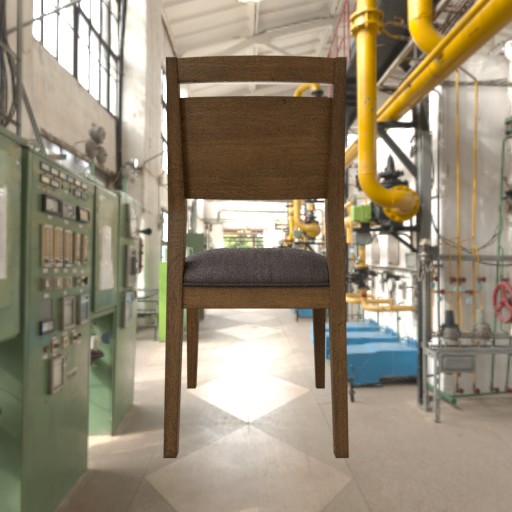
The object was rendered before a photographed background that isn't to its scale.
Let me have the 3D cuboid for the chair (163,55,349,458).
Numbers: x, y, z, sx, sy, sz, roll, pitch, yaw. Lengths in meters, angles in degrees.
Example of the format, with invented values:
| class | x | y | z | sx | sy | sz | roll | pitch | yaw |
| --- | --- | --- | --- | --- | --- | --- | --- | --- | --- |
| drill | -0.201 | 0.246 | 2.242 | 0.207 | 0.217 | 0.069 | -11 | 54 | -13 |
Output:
| class | x | y | z | sx | sy | sz | roll | pitch | yaw |
| --- | --- | --- | --- | --- | --- | --- | --- | --- | --- |
| chair | 0.000 | 0.000 | 1.310 | 0.501 | 0.939 | 0.610 | 0 | -1 | 0 |
